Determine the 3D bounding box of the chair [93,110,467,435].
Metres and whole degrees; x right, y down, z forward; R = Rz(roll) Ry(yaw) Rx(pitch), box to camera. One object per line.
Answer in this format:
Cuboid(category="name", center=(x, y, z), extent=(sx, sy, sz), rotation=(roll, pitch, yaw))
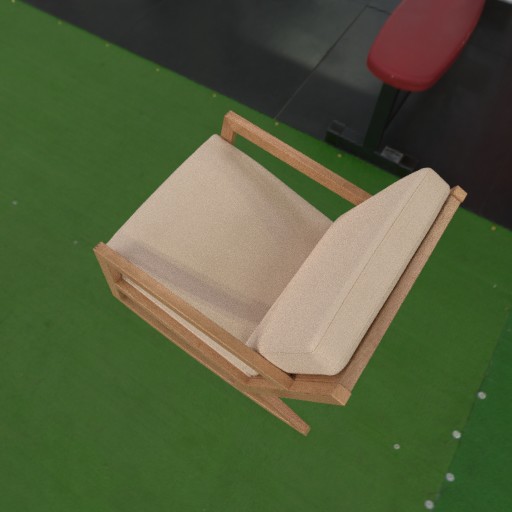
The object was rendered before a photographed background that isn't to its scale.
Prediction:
Cuboid(category="chair", center=(0.000, 0.000, 1.387), extent=(0.857, 0.790, 0.622), rotation=(32, 67, 15))
